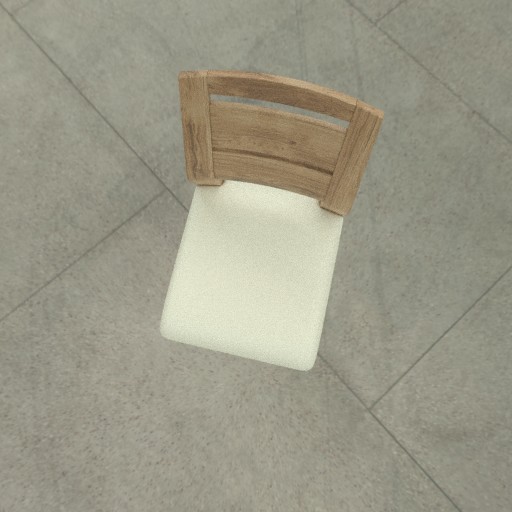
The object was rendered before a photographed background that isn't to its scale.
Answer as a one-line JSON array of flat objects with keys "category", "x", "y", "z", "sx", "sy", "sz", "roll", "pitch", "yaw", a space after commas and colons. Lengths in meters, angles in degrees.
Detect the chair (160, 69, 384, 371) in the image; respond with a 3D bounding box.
[{"category": "chair", "x": 0.000, "y": 0.000, "z": 1.269, "sx": 0.457, "sy": 0.955, "sz": 0.561, "roll": 12, "pitch": 76, "yaw": 3}]
